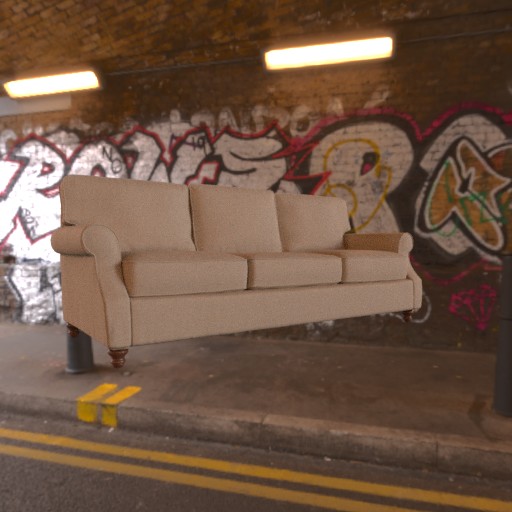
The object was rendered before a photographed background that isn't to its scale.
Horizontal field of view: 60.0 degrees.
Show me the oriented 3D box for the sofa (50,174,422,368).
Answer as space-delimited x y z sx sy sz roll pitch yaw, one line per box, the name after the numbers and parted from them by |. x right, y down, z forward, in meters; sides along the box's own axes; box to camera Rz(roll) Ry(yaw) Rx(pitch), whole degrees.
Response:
0.000 0.000 2.856 2.354 0.948 0.966 -1 1 -35 | sofa
